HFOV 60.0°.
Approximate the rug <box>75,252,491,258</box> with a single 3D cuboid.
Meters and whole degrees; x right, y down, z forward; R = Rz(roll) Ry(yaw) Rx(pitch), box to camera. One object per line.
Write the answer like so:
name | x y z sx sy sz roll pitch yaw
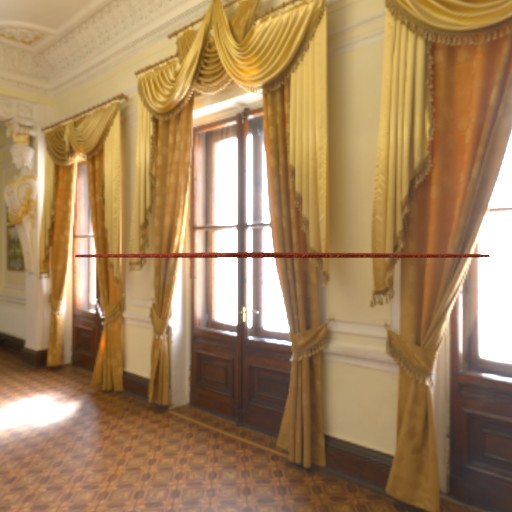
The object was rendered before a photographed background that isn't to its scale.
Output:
rug | 0.000 0.000 3.854 2.340 0.028 2.905 0 0 -35
